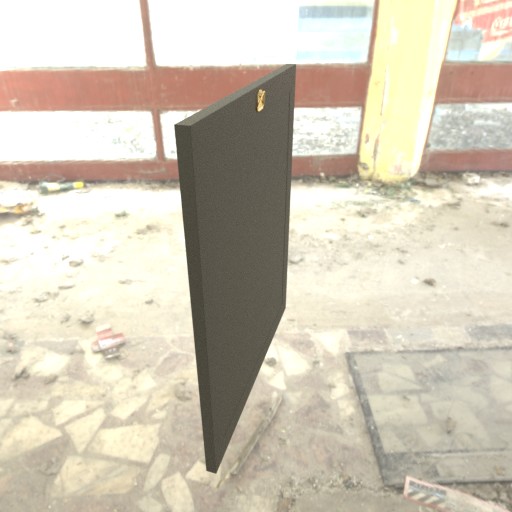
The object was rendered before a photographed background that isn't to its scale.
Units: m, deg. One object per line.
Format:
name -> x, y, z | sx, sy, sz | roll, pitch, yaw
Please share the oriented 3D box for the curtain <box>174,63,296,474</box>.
curtain -> 0.000, 0.000, 0.803 | 0.027, 0.585, 0.483 | 9, 32, 15
